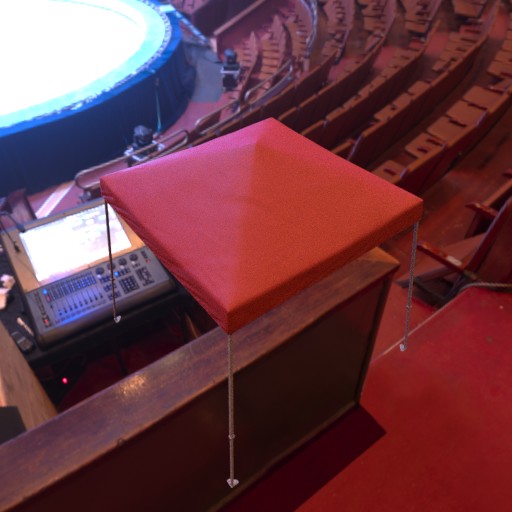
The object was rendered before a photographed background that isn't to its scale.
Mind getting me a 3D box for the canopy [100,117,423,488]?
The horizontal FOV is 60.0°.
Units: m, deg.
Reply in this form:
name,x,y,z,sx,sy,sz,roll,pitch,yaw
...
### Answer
name,x,y,z,sx,sy,sz,roll,pitch,yaw
canopy,0.000,0.000,6.446,3.599,3.600,3.600,-28,49,-27
